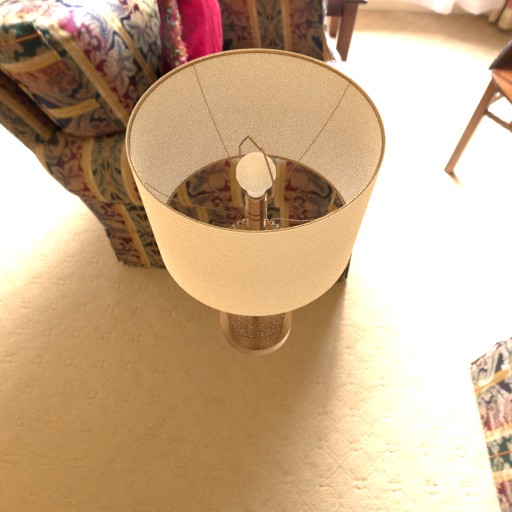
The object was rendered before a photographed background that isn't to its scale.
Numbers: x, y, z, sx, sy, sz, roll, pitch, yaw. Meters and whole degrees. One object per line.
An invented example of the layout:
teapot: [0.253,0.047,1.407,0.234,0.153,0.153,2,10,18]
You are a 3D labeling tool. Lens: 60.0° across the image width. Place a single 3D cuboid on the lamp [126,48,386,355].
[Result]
lamp: [0.000,0.000,0.639,0.252,0.483,0.252,-31,63,-17]
